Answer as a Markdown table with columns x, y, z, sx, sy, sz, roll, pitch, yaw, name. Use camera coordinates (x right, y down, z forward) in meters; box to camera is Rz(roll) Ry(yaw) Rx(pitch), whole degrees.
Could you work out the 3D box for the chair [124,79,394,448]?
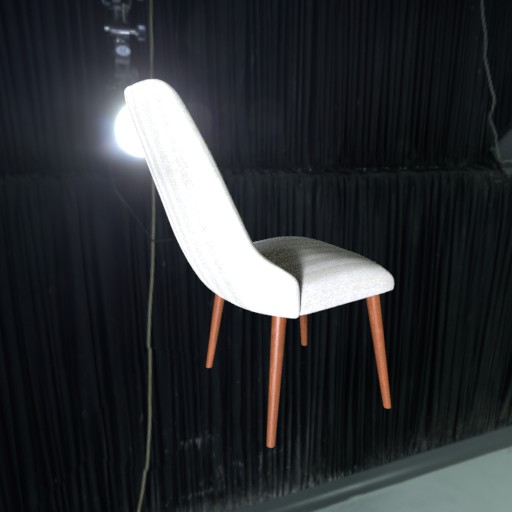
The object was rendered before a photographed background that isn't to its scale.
| x | y | z | sx | sy | sz | roll | pitch | yaw | name |
| --- | --- | --- | --- | --- | --- | --- | --- | --- | --- |
| 0.000 | 0.000 | 1.308 | 0.684 | 0.917 | 0.526 | -7 | 16 | -25 | chair |
